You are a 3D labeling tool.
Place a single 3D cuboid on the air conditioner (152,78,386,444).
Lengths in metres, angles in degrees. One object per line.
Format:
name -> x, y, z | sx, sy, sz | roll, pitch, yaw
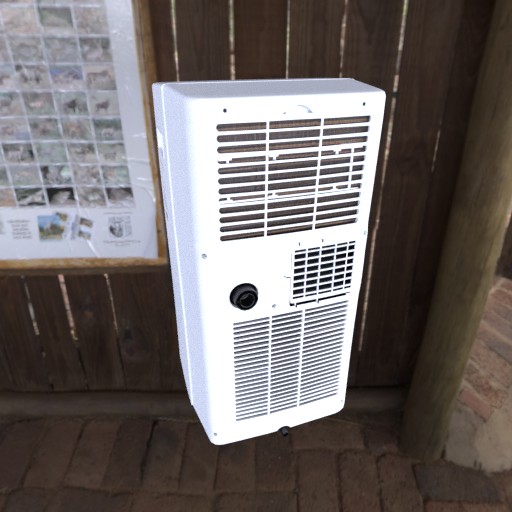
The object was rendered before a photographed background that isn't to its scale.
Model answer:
air conditioner -> 0.000, 0.000, 0.815 | 0.304, 0.606, 0.349 | -9, 27, -18
